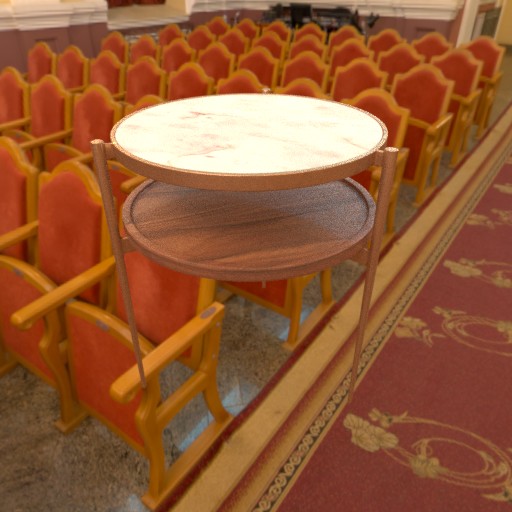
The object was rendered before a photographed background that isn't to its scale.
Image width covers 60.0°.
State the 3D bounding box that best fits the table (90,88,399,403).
[{"bbox_3d":[0.000,0.000,0.820,0.456,0.493,0.430,21,38,30],"label":"table"}]
